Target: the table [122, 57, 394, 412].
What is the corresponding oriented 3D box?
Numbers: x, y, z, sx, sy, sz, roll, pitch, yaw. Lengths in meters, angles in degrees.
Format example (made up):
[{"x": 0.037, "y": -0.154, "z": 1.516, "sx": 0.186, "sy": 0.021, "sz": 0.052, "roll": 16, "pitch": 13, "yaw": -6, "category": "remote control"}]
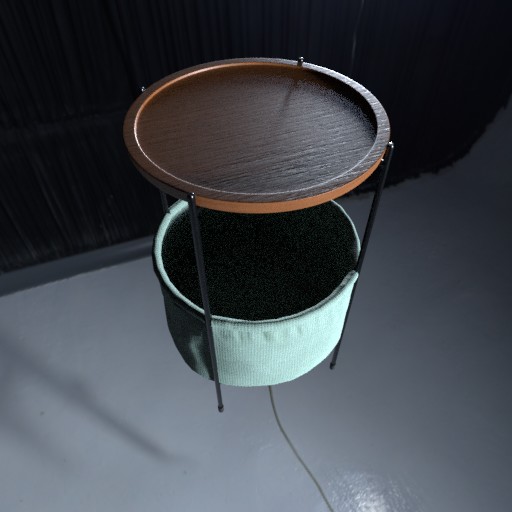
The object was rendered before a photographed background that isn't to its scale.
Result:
[{"x": 0.000, "y": 0.000, "z": 0.880, "sx": 0.400, "sy": 0.623, "sz": 0.400, "roll": -17, "pitch": 50, "yaw": -14, "category": "table"}]
